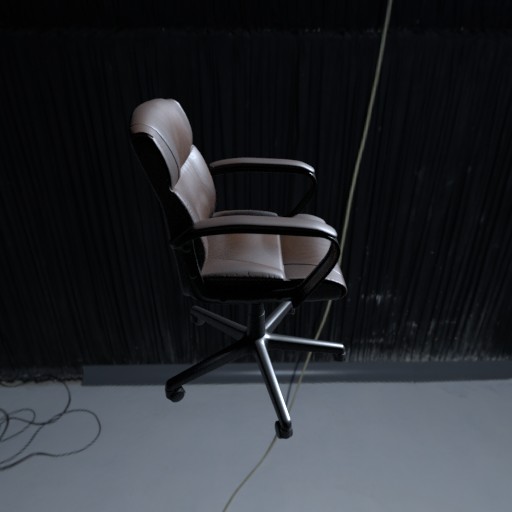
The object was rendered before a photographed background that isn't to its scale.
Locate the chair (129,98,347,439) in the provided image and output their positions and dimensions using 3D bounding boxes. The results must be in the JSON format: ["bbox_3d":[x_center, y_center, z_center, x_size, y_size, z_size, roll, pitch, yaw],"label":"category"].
[{"bbox_3d":[0.000,0.000,1.528,0.717,1.004,0.739,0,30,0],"label":"chair"}]
